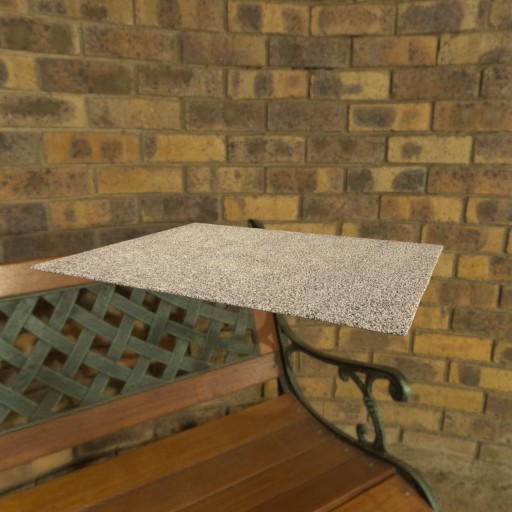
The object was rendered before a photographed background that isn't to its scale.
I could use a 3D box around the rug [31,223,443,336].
[{"bbox_3d":[0.000,0.000,4.113,3.047,0.029,2.438,7,16,26],"label":"rug"}]
